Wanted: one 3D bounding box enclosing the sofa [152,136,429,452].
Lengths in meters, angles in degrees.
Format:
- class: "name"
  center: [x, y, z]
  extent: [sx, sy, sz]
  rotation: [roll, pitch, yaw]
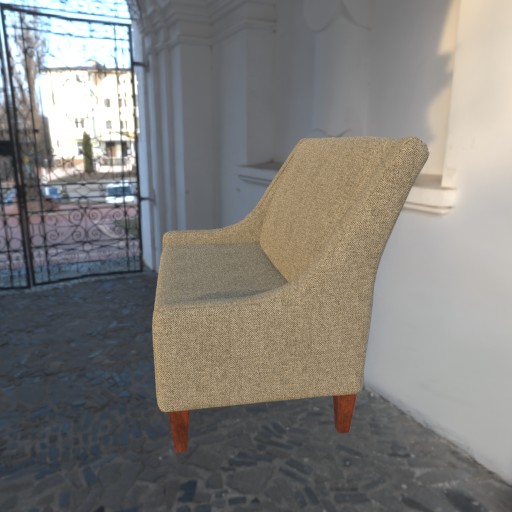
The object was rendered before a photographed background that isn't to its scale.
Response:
- class: "sofa"
  center: [0.000, 0.000, 1.965]
  extent: [0.870, 1.021, 1.242]
  rotation: [-3, 15, -10]
